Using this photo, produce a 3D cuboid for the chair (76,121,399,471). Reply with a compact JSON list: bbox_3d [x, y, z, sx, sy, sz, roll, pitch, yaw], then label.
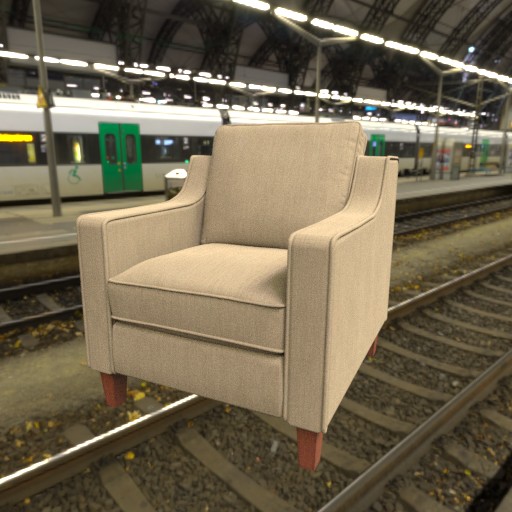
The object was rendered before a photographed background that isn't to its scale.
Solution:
[{"bbox_3d":[0.000,0.000,1.617,0.831,0.960,0.909,6,15,25],"label":"chair"}]
